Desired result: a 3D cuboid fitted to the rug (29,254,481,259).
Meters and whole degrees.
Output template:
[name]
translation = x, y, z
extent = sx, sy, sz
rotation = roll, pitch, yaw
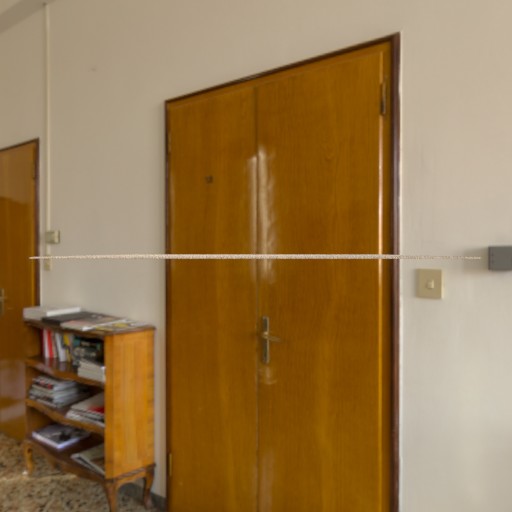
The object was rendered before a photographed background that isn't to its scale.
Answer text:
[rug]
translation = 0.000, 0.000, 4.170
extent = 3.034, 0.012, 2.406
rotation = 0, 1, 1
